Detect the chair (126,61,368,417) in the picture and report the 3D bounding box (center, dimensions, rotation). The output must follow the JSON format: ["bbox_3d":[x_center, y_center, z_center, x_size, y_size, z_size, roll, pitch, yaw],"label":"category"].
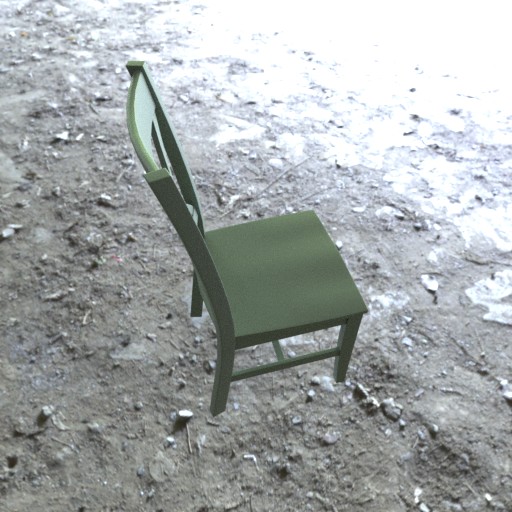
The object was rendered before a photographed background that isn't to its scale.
[{"bbox_3d":[0.000,0.000,1.286,0.542,0.983,0.485,-11,48,-10],"label":"chair"}]
